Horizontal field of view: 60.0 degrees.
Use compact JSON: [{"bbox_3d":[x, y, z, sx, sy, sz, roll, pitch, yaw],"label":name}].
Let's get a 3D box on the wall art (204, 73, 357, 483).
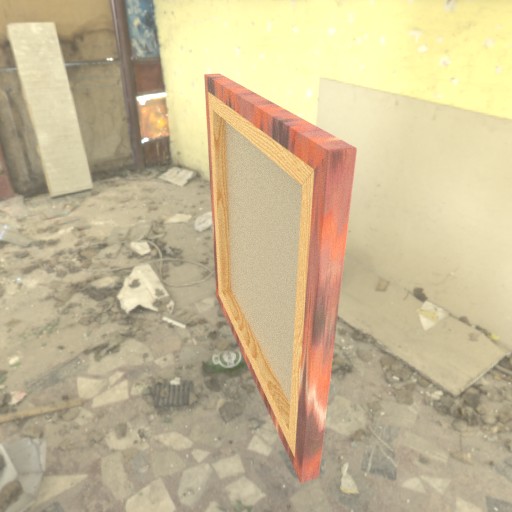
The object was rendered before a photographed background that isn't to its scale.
[{"bbox_3d":[0.000,0.000,0.895,0.037,0.609,0.603,-10,32,-16],"label":"wall art"}]
